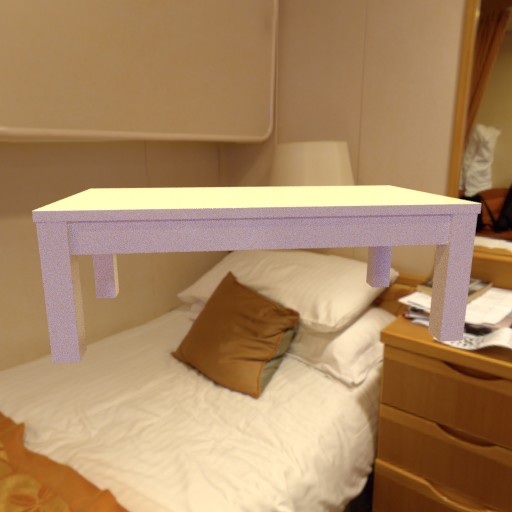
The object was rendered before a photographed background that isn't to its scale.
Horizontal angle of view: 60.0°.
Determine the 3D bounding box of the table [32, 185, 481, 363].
[{"bbox_3d":[0.000,0.000,1.712,1.350,0.470,0.700,-2,14,-7],"label":"table"}]
